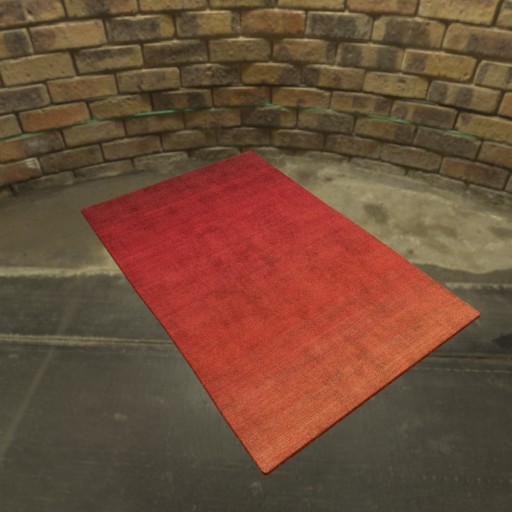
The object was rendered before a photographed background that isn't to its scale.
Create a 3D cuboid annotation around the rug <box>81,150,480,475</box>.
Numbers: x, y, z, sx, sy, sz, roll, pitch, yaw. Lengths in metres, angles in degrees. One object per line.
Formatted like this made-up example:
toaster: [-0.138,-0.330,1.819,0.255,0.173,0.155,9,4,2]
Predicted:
rug: [0.000,0.000,2.304,1.230,0.018,1.835,-26,48,-25]
